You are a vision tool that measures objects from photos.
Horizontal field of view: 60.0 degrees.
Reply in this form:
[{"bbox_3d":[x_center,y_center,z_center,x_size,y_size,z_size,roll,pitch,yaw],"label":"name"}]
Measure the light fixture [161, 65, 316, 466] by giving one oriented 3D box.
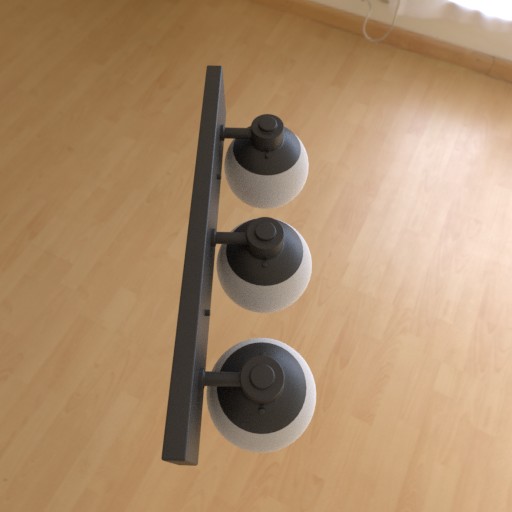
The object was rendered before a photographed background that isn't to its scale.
[{"bbox_3d":[0.000,0.000,0.837,0.218,0.263,0.721,1,62,1],"label":"light fixture"}]
